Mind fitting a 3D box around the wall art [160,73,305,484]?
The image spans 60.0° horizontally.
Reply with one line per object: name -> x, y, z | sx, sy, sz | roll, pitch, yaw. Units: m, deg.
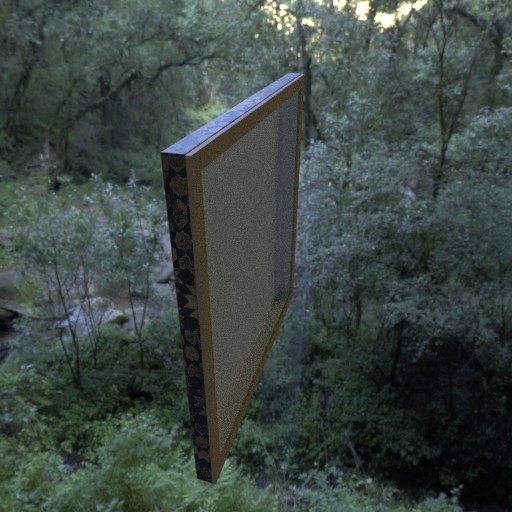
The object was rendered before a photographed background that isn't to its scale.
wall art -> 0.000, 0.000, 0.903 | 0.038, 0.612, 0.612 | 9, 32, 15
